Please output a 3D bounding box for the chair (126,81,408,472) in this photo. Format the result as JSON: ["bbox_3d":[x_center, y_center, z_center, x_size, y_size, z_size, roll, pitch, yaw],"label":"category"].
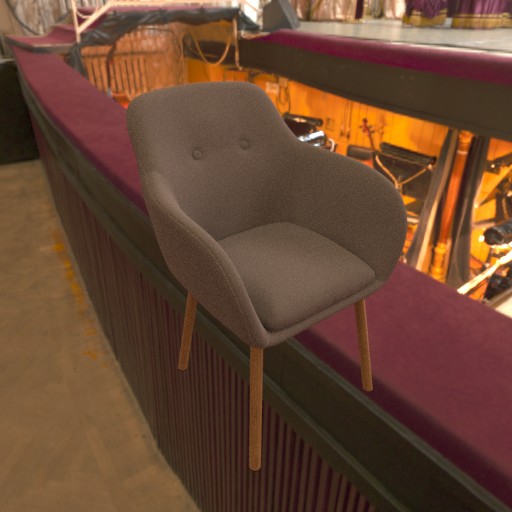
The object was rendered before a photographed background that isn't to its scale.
[{"bbox_3d":[0.000,0.000,1.223,0.570,0.830,0.590,-21,36,-31],"label":"chair"}]
